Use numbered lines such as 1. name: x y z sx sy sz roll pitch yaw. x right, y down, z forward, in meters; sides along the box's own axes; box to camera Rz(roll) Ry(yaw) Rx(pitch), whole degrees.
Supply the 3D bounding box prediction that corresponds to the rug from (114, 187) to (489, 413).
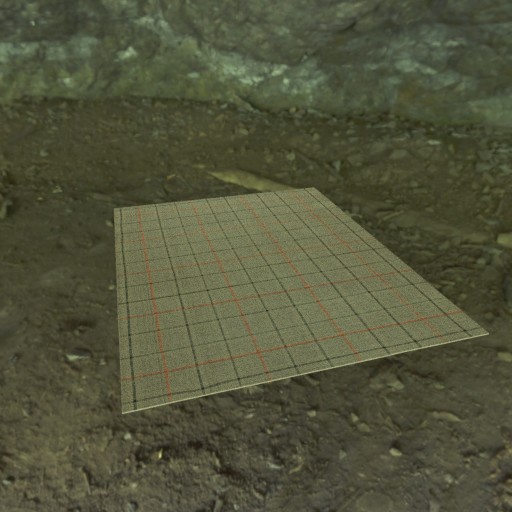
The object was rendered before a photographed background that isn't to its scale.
1. rug: 0.000 0.000 4.024 2.444 0.012 3.048 -8 30 -14
